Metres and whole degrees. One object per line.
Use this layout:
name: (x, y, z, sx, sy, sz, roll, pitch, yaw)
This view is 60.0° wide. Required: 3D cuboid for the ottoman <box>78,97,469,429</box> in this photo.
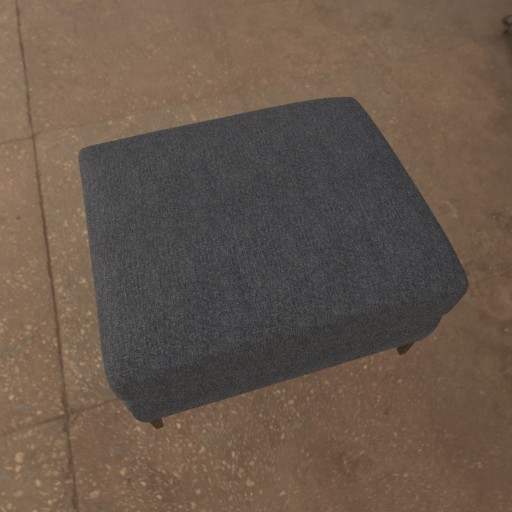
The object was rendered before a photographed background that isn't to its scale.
ottoman: (0.000, 0.000, 1.274, 0.831, 0.533, 0.695, -14, 59, -9)
